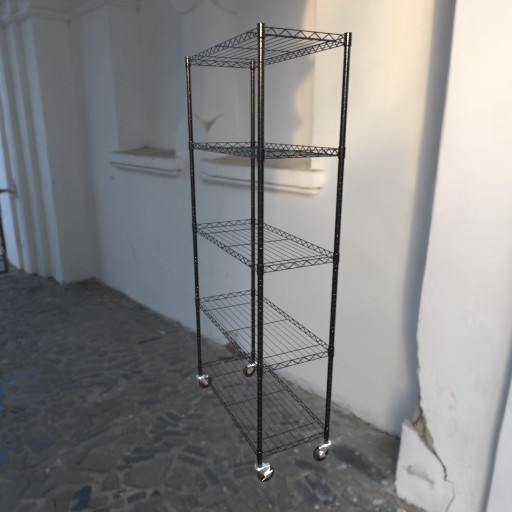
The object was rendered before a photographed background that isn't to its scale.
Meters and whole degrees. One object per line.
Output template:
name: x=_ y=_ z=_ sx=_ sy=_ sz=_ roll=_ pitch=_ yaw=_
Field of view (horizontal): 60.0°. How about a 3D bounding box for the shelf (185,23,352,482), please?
shelf: x=0.000 y=0.000 z=1.902 sx=0.356 sy=1.645 sz=0.762 roll=-8 pitch=18 yaw=-24
